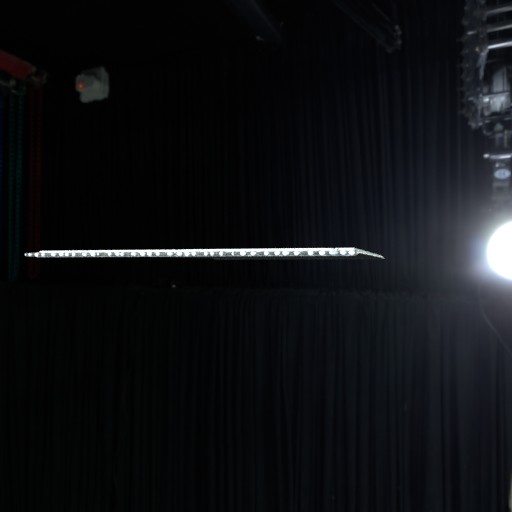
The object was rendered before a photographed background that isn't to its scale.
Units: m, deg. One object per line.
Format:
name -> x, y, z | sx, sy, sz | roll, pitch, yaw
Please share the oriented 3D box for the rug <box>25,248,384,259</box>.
rug -> 0.000, 0.000, 2.853 | 1.494, 0.031, 2.307 | 0, -1, 18
